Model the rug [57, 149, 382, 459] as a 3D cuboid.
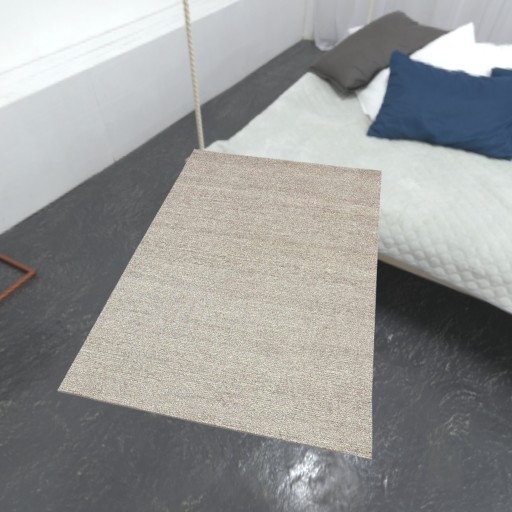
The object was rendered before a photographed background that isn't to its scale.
[{"bbox_3d":[0.000,0.000,2.963,1.609,0.030,2.342,9,47,9],"label":"rug"}]
